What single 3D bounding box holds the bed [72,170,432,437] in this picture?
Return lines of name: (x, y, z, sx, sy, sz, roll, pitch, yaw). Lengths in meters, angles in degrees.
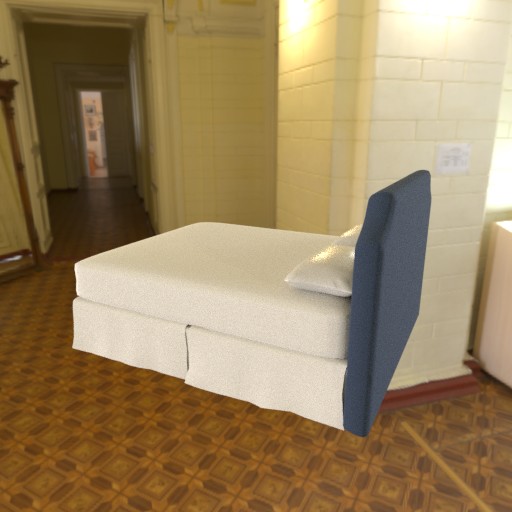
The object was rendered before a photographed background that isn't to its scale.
bed: (0.000, 0.000, 3.417, 2.260, 1.297, 1.831, 8, 18, 26)
